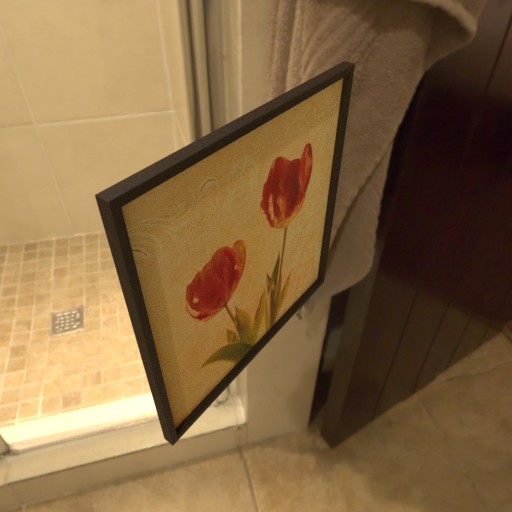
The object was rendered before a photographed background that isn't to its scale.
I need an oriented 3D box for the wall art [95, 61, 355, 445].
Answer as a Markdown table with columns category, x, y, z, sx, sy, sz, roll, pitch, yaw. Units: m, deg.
| category | x | y | z | sx | sy | sz | roll | pitch | yaw |
| --- | --- | --- | --- | --- | --- | --- | --- | --- | --- |
| wall art | 0.000 | 0.000 | 1.200 | 0.043 | 0.807 | 0.805 | 27 | 48 | 27 |
